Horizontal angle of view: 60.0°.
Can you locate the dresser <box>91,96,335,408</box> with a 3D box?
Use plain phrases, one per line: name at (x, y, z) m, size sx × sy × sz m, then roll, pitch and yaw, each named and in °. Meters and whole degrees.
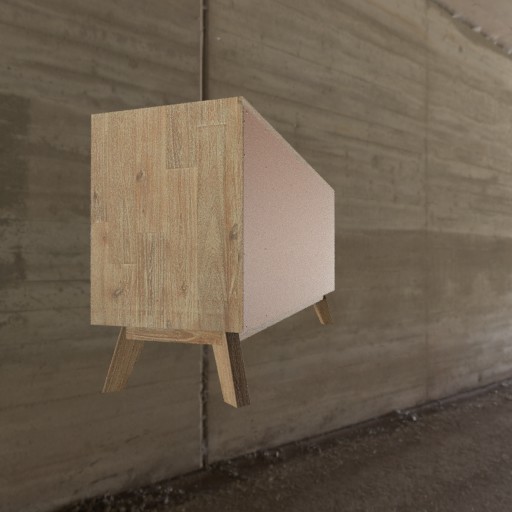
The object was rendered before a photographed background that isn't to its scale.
dresser at (0.000, 0.000, 1.937) m, size 0.455 × 0.788 × 1.602 m, roll 0°, pitch 0°, yaw 18°
